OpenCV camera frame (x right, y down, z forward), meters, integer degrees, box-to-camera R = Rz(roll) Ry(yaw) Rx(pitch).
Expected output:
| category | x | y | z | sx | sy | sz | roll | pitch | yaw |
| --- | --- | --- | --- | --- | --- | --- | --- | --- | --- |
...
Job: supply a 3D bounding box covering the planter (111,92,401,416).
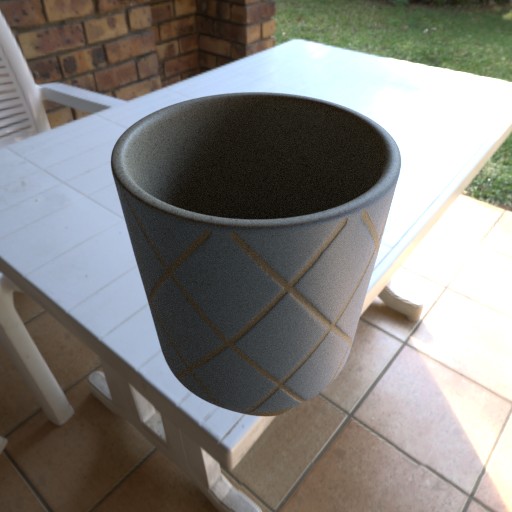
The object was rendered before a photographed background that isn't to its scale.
| category | x | y | z | sx | sy | sz | roll | pitch | yaw |
| --- | --- | --- | --- | --- | --- | --- | --- | --- | --- |
| planter | 0.000 | 0.000 | 0.362 | 0.191 | 0.200 | 0.191 | 0 | 40 | 0 |
